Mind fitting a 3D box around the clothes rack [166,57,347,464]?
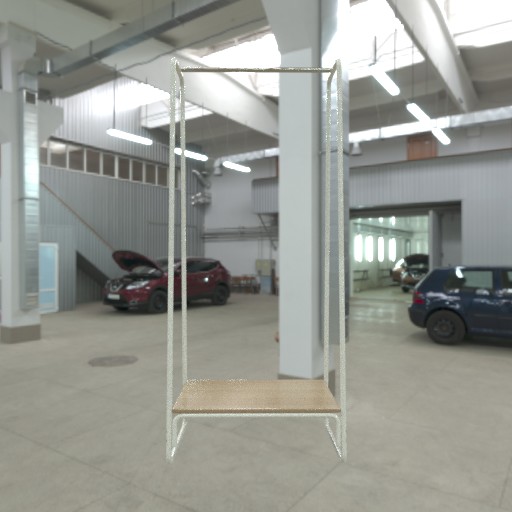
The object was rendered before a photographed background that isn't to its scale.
[{"bbox_3d":[0.000,0.000,1.761,0.640,1.500,0.400,0,0,-1],"label":"clothes rack"}]
